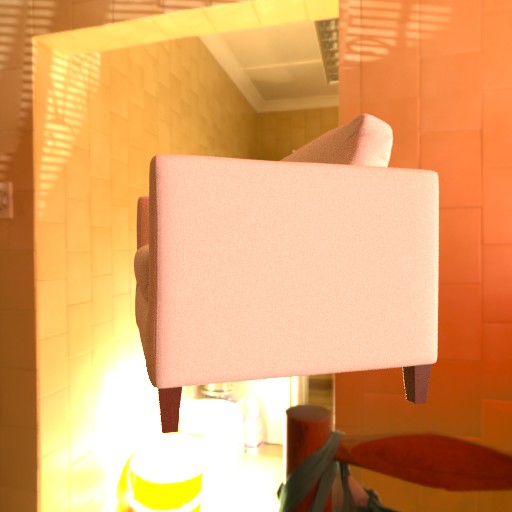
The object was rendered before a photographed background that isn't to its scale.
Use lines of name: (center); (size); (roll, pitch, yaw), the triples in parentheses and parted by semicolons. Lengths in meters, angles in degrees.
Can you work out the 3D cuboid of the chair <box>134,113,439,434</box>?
chair: (0.000, 0.000, 1.673); (0.878, 0.885, 1.019); (0, 1, -17)
